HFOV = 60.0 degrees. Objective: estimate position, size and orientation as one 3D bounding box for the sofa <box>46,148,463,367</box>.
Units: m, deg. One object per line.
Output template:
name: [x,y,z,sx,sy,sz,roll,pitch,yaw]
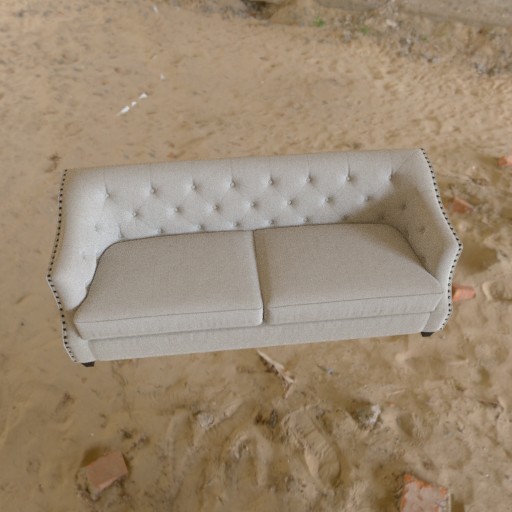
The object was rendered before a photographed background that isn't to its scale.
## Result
sofa: [0.000,0.000,2.715,2.235,0.901,0.914,-4,47,-4]
